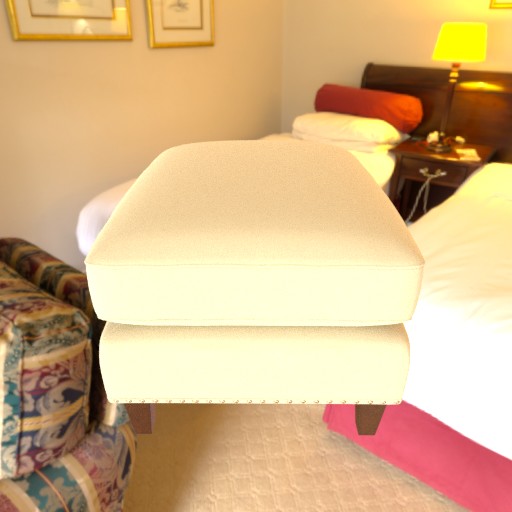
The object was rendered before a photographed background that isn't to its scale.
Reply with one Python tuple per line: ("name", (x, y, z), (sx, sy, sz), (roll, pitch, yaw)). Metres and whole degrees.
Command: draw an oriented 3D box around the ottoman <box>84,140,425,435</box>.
("ottoman", (0.000, 0.000, 1.126), (0.584, 0.513, 0.741), (0, 28, 0))
